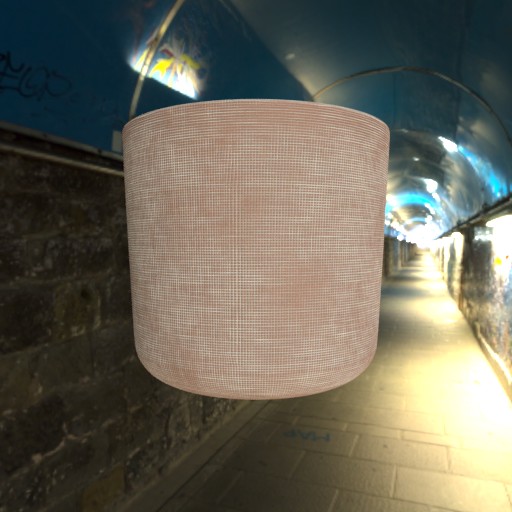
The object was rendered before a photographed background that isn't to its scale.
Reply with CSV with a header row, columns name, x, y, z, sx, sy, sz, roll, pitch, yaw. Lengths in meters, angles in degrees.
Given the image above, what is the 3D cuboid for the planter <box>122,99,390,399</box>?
name,x,y,z,sx,sy,sz,roll,pitch,yaw
planter,0.000,0.000,0.767,0.440,0.398,0.440,0,2,0
